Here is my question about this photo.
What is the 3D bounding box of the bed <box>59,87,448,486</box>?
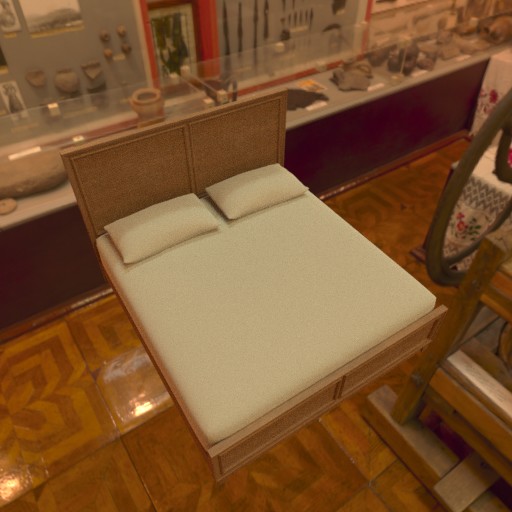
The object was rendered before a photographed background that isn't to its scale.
[{"bbox_3d":[0.000,0.000,3.444,2.003,1.387,2.184,-24,50,-23],"label":"bed"}]
